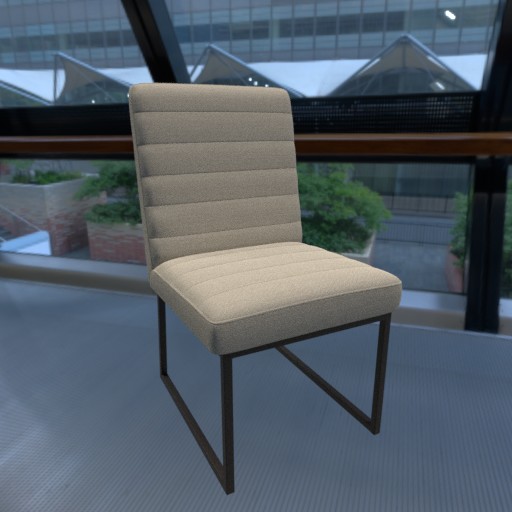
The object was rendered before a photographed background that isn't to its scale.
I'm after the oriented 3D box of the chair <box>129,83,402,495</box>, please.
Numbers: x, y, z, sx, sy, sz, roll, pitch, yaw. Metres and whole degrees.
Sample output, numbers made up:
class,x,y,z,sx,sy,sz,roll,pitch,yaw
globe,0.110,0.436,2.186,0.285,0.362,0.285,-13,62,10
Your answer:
class,x,y,z,sx,sy,sz,roll,pitch,yaw
chair,0.000,0.000,1.242,0.520,0.930,0.634,-9,19,-26
